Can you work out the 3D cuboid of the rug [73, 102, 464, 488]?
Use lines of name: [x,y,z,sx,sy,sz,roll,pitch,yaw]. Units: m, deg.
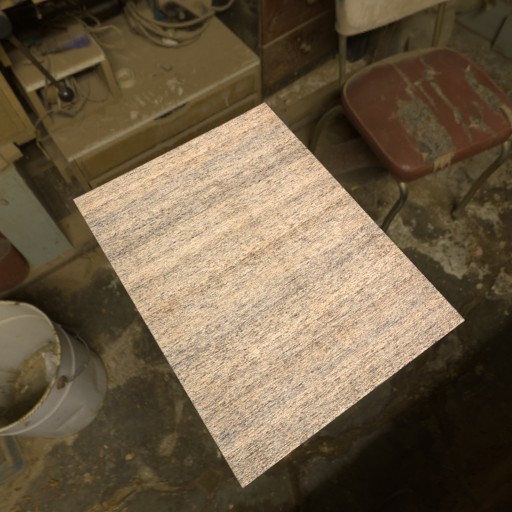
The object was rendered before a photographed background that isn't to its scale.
rug: [0.000,0.000,4.311,2.414,0.036,3.199,-31,68,-14]
